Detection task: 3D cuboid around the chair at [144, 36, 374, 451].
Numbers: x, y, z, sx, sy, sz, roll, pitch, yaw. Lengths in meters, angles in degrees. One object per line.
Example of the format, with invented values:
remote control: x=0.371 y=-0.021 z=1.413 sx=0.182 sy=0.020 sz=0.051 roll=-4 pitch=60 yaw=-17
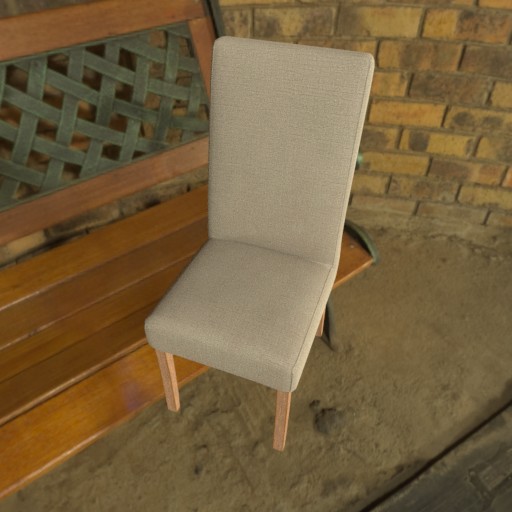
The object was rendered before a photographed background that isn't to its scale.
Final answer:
chair: x=0.000 y=0.000 z=1.317 sx=0.450 sy=1.033 sz=0.611 roll=14 pitch=44 yaw=15
